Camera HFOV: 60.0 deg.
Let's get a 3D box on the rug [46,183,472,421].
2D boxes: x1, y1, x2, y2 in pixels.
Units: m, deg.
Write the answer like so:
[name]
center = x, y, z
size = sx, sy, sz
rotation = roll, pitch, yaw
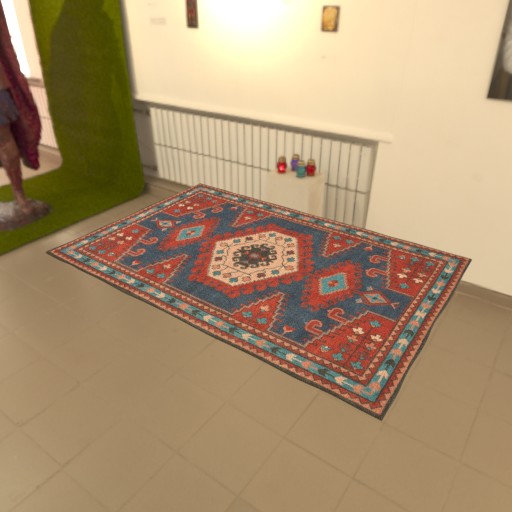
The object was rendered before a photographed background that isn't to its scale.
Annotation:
[rug]
center = 0.000, 0.000, 2.260
size = 1.820, 0.012, 1.207
rotation = 20, 36, 30
